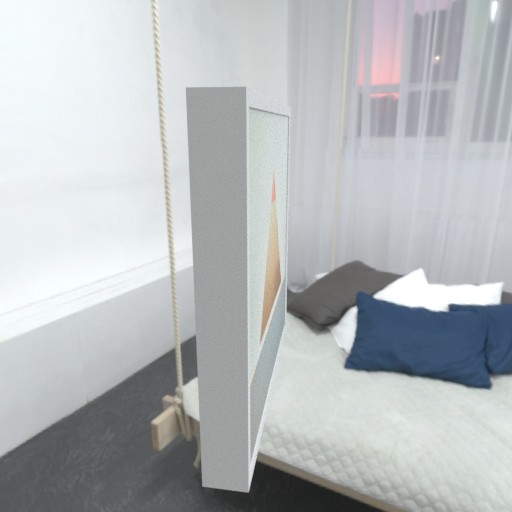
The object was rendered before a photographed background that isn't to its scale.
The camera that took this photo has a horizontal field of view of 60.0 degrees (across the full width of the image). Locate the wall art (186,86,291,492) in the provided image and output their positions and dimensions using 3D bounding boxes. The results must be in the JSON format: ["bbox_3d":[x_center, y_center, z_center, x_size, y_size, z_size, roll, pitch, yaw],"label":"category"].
[{"bbox_3d":[0.000,0.000,0.459,0.038,0.304,0.305,3,16,9],"label":"wall art"}]
